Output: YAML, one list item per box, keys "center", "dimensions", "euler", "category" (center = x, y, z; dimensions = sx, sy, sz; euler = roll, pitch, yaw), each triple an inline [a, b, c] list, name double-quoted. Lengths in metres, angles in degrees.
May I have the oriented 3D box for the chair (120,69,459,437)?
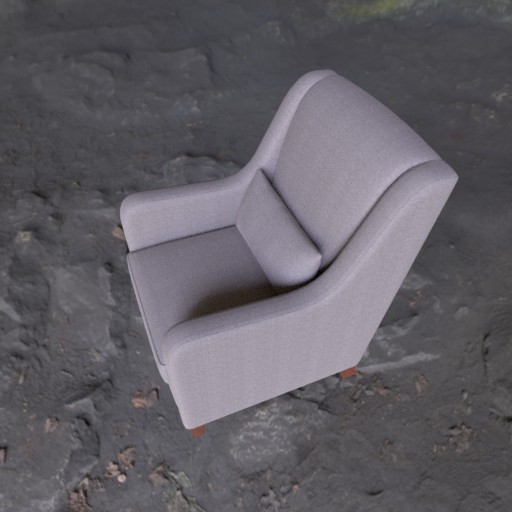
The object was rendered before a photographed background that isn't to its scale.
- center: [0.000, 0.000, 1.617]
  dimensions: [0.890, 1.017, 0.715]
  euler: [-17, 49, -15]
  category: "chair"
